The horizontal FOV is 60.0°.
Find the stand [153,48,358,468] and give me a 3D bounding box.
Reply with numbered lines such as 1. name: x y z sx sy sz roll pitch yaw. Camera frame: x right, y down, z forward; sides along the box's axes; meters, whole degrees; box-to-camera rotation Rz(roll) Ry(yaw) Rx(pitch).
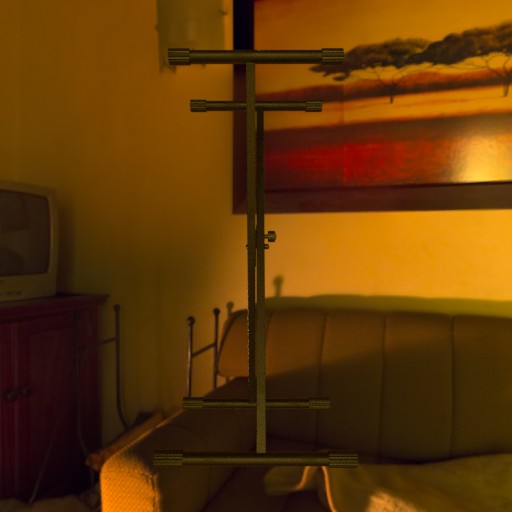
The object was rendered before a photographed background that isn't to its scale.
1. stand: 0.000 0.000 1.174 0.449 0.940 0.409 0 0 0
